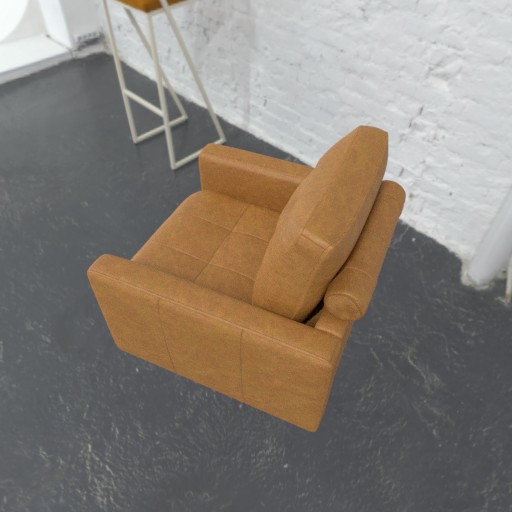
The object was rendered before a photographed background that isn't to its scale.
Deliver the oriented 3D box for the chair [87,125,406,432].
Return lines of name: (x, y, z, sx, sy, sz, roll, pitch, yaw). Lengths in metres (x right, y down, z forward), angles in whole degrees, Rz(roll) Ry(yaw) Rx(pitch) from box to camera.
chair: (0.000, 0.000, 1.596, 0.868, 0.896, 0.831, 18, 49, 17)
